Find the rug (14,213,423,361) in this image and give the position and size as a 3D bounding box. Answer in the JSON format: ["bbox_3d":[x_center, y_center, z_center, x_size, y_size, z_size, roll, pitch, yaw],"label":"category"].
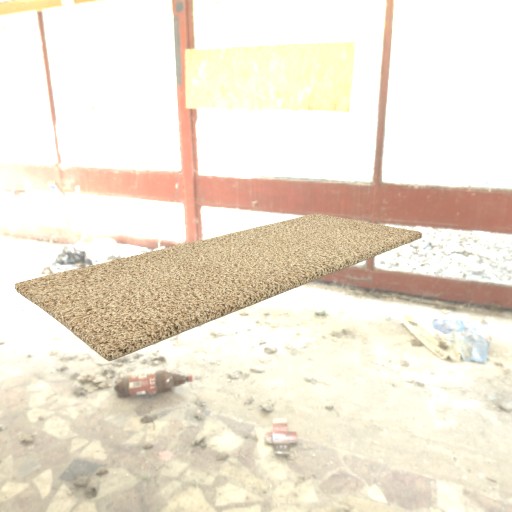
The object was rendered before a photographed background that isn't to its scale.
[{"bbox_3d":[0.000,0.000,1.683,0.609,0.030,1.524,16,23,43],"label":"rug"}]
